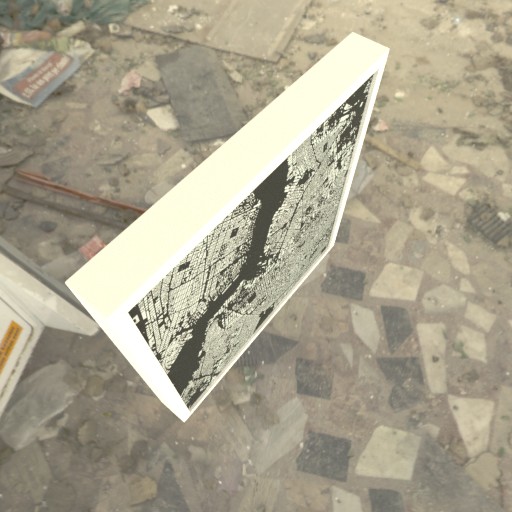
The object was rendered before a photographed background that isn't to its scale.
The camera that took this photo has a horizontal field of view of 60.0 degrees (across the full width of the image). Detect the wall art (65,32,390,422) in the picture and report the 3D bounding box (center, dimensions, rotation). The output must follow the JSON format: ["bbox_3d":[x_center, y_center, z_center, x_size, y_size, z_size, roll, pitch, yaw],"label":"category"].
[{"bbox_3d":[0.000,0.000,0.440,0.037,0.305,0.305,35,65,19],"label":"wall art"}]
